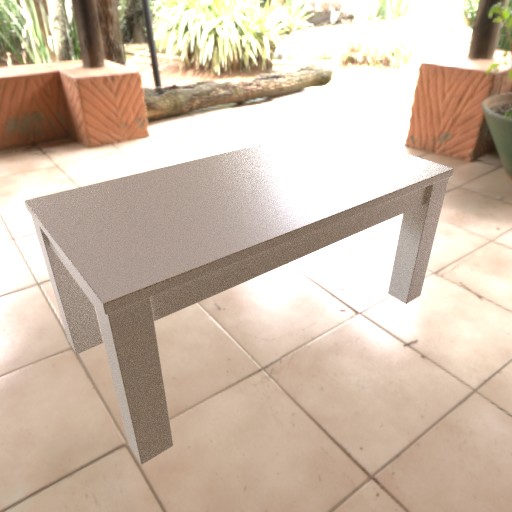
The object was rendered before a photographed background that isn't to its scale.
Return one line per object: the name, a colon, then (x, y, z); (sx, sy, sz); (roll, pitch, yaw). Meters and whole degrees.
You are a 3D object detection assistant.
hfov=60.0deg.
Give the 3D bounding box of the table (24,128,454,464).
table: (0.000, 0.000, 2.256); (1.800, 0.790, 0.900); (-22, 38, -31)
